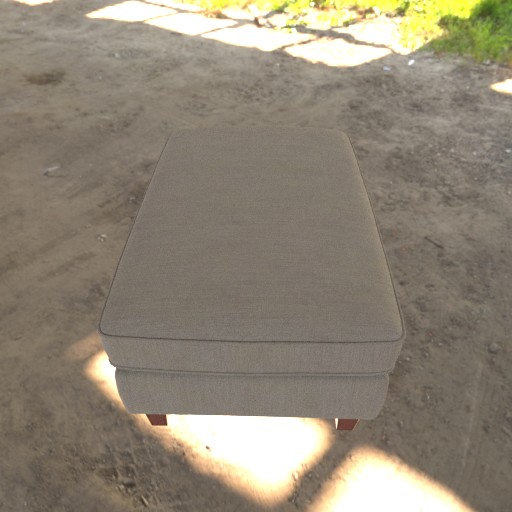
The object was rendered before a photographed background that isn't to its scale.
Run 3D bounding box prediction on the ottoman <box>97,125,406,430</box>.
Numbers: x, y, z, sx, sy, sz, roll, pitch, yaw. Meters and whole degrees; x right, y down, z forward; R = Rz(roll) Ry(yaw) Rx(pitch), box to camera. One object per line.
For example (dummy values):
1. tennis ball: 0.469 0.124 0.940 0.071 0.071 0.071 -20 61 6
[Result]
1. ottoman: 0.000 0.000 1.330 0.636 0.480 0.941 1 41 1
